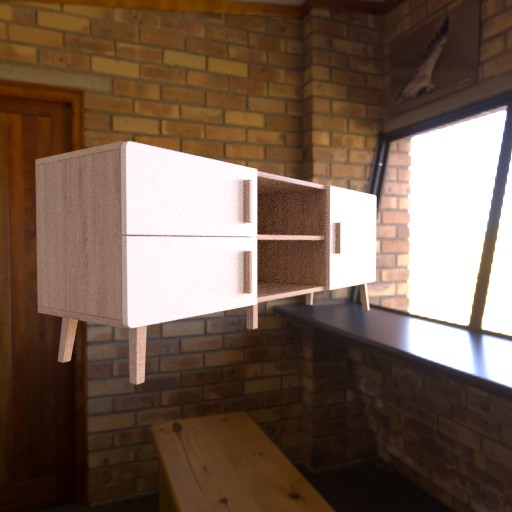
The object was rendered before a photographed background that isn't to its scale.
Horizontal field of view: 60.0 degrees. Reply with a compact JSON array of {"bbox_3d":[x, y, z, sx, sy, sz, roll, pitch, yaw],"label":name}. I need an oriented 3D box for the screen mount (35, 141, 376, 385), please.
[{"bbox_3d":[0.000,0.000,1.721,0.420,0.570,1.500,1,2,36],"label":"screen mount"}]
